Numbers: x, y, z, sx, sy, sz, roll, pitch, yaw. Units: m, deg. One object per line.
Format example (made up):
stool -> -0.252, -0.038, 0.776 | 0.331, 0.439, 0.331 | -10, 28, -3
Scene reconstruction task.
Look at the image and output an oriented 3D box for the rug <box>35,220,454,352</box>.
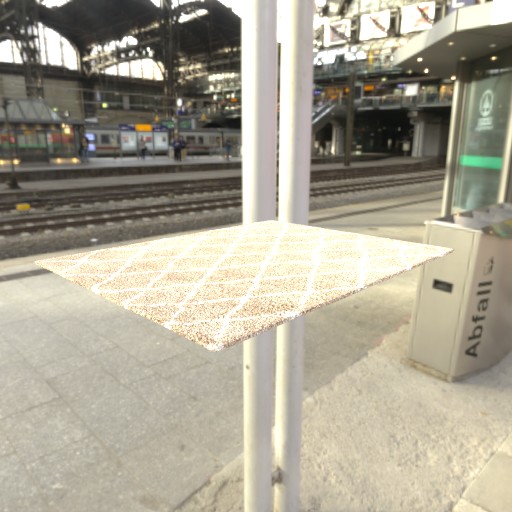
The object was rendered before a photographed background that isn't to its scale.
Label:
rug -> 0.000, 0.000, 4.083 | 2.438, 0.029, 3.047 | 14, 19, 43
